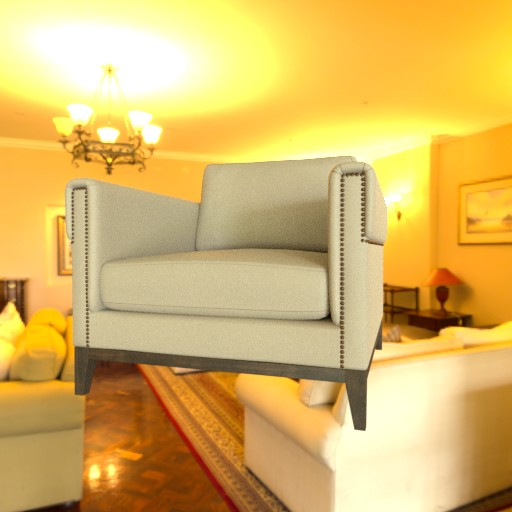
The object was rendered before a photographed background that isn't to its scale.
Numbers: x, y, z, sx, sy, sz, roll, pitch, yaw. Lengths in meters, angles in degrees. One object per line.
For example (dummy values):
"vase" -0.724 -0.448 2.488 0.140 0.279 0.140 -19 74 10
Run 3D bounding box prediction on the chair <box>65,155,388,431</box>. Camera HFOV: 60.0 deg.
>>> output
"chair" 0.000 0.000 1.650 0.914 0.838 0.959 0 1 18
